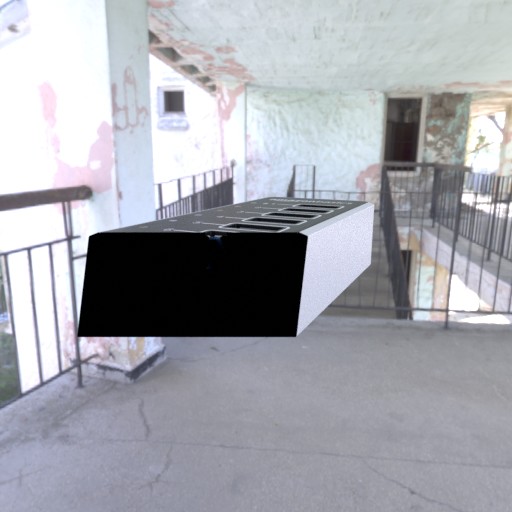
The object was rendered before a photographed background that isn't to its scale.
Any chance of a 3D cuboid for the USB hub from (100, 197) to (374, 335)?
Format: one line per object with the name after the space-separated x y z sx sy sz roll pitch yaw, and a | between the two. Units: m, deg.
0.000 0.000 0.127 0.044 0.023 0.110 7 15 26 | USB hub
